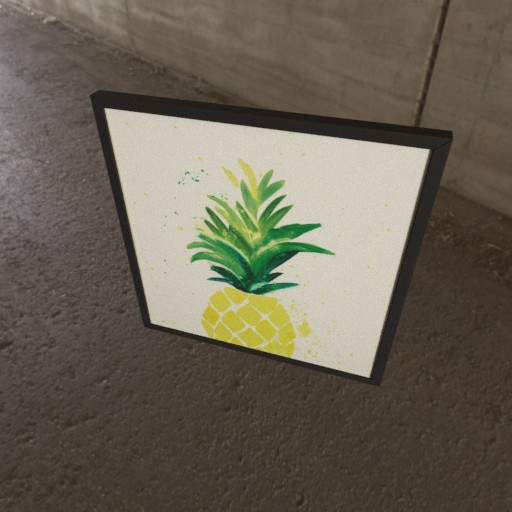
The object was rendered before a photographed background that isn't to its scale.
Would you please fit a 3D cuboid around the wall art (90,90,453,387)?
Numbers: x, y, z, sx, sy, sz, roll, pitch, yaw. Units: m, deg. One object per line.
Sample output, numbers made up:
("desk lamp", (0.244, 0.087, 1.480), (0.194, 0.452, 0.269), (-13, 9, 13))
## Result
("wall art", (0.000, 0.000, 1.146), (0.762, 0.760, 0.037), (11, 40, 14))
